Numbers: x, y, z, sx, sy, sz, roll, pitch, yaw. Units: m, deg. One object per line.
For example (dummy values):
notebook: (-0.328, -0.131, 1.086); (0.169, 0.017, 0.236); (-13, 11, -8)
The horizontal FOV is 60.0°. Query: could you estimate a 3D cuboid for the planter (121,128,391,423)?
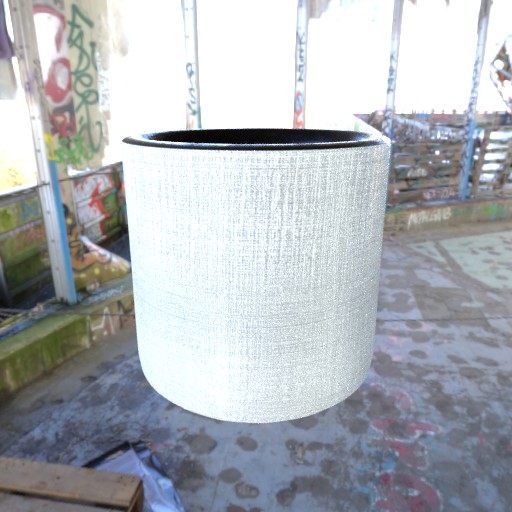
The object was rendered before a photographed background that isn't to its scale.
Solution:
planter: (0.000, 0.000, 0.293); (0.160, 0.156, 0.160); (0, 19, 0)
